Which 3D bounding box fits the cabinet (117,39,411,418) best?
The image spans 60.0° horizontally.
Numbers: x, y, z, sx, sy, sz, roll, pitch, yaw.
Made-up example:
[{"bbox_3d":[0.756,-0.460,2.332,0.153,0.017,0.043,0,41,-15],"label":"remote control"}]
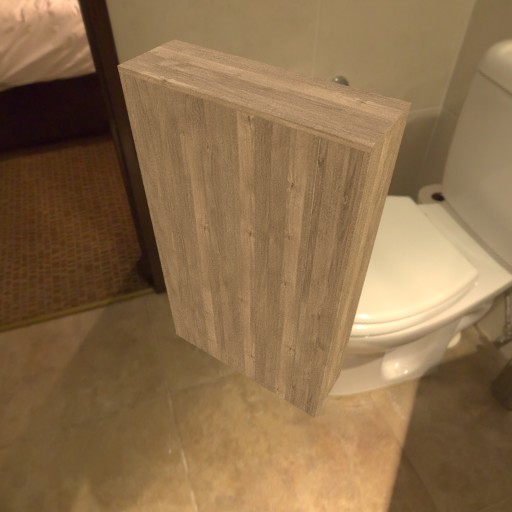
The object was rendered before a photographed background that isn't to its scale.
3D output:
[{"bbox_3d":[0.000,0.000,1.601,0.750,1.280,0.250,25,51,23],"label":"cabinet"}]
